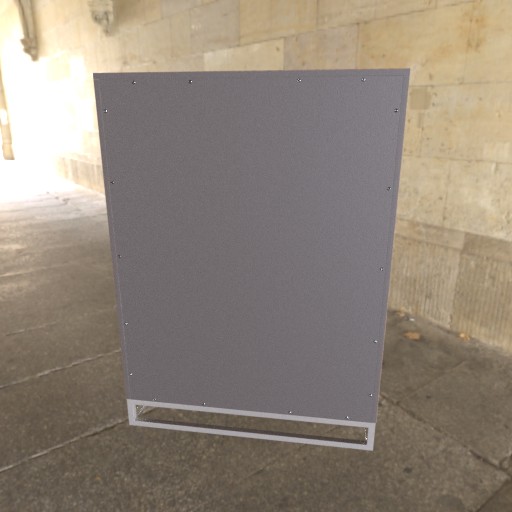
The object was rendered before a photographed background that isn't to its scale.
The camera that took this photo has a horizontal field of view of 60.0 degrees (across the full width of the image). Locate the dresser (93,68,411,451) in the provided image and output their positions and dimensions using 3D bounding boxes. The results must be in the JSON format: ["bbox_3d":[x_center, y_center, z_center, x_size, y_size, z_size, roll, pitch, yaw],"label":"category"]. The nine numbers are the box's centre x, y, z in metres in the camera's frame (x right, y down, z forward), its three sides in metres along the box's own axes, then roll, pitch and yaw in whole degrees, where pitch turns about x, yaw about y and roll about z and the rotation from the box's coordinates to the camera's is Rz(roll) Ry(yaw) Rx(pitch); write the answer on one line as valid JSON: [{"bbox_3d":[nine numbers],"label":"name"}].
[{"bbox_3d":[0.000,0.000,1.762,0.965,1.321,0.508,3,18,8],"label":"dresser"}]
